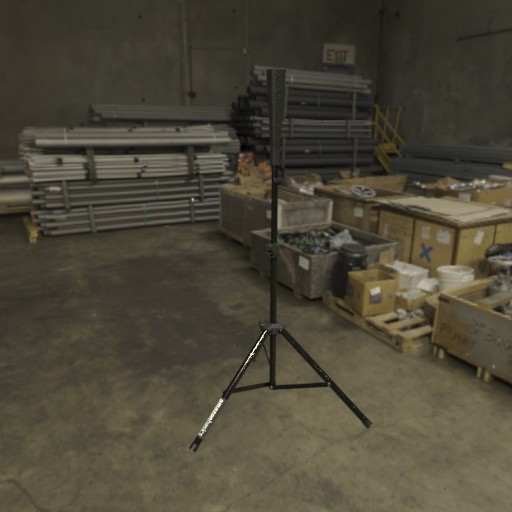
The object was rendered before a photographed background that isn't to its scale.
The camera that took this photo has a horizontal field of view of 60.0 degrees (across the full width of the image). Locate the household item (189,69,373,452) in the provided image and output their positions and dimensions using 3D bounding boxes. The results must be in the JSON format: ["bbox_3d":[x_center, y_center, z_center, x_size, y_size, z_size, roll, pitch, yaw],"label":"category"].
[{"bbox_3d":[0.000,0.000,1.375,0.559,1.067,0.559,-8,18,-25],"label":"household item"}]
